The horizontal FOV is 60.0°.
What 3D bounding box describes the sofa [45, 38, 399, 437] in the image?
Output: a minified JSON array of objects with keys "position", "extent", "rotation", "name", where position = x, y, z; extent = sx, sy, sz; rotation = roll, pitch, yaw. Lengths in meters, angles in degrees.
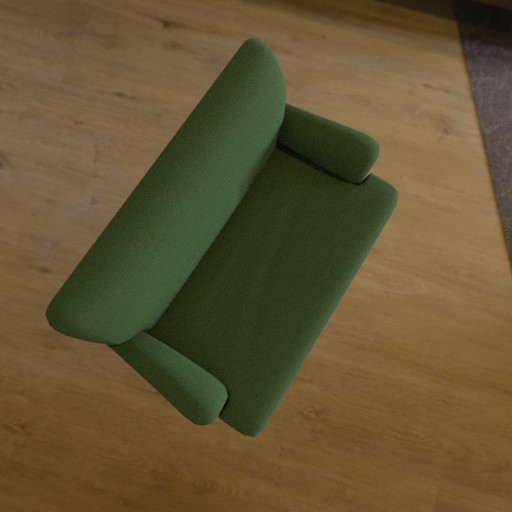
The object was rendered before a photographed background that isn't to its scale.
[{"position":[0.000,0.000,1.798],"extent":[0.779,0.889,1.297],"rotation":[32,79,7],"name":"sofa"}]
